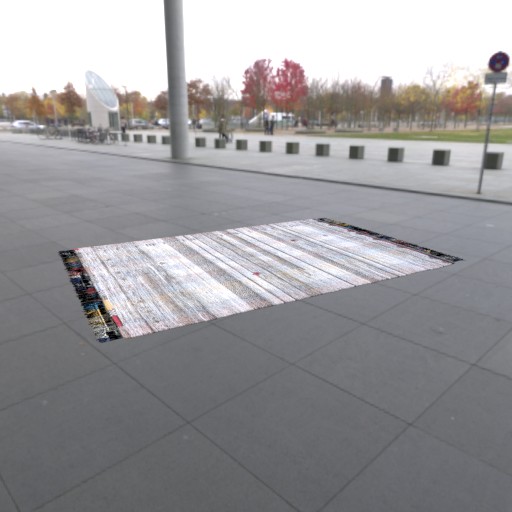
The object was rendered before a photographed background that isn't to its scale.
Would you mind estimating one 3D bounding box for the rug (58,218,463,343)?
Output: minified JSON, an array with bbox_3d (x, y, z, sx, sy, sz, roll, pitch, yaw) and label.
[{"bbox_3d":[0.000,0.000,2.360,1.848,0.012,1.217,-9,19,-27],"label":"rug"}]
